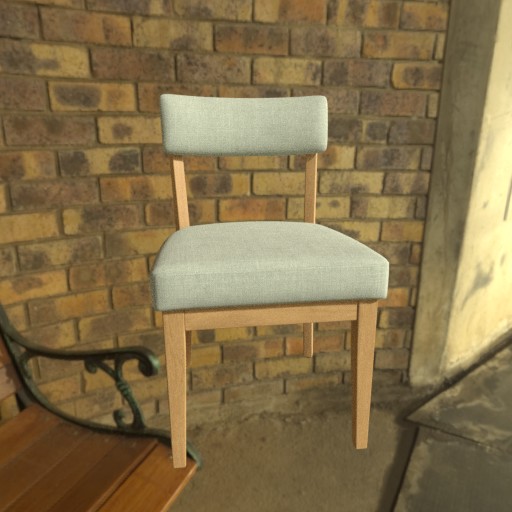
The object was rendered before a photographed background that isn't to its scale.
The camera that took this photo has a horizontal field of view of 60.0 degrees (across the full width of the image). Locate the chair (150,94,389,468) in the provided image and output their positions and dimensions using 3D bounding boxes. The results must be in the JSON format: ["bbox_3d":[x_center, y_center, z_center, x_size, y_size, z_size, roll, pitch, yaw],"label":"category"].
[{"bbox_3d":[0.000,0.000,1.174,0.508,0.832,0.572,-2,16,-8],"label":"chair"}]
